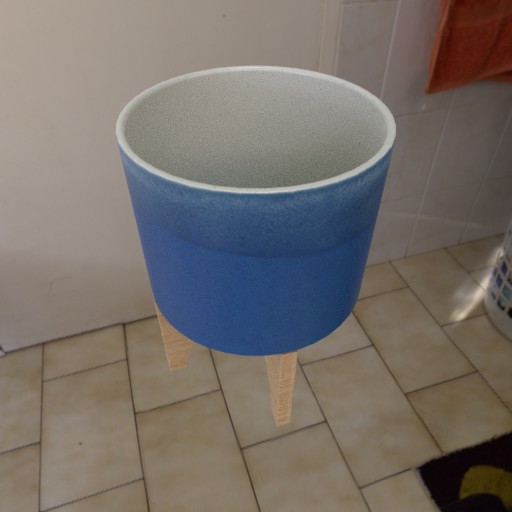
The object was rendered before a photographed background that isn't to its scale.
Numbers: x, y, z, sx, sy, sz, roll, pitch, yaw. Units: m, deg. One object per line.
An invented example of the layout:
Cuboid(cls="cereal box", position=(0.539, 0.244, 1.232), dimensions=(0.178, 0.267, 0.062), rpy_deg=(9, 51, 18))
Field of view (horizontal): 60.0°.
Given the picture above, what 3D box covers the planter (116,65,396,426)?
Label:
Cuboid(cls="planter", position=(0.000, 0.000, 0.546), dimensions=(0.261, 0.367, 0.261), rpy_deg=(0, 43, 0))
